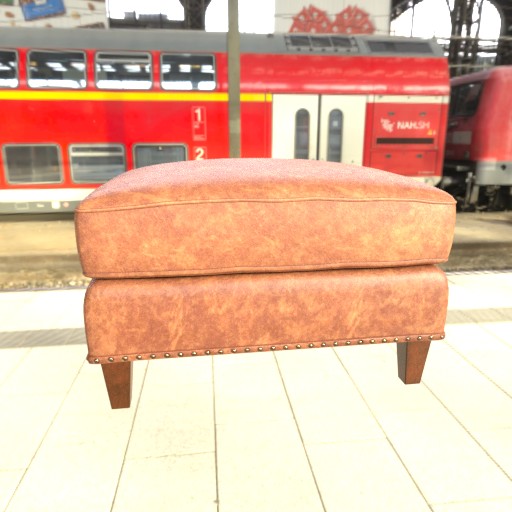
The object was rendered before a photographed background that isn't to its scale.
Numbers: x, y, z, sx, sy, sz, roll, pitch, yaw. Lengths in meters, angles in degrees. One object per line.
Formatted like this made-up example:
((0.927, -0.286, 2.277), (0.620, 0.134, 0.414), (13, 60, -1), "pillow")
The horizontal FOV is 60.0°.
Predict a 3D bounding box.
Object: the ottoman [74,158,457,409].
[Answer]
((0.000, 0.000, 1.132), (0.742, 0.486, 0.586), (-2, 15, -8), "ottoman")
